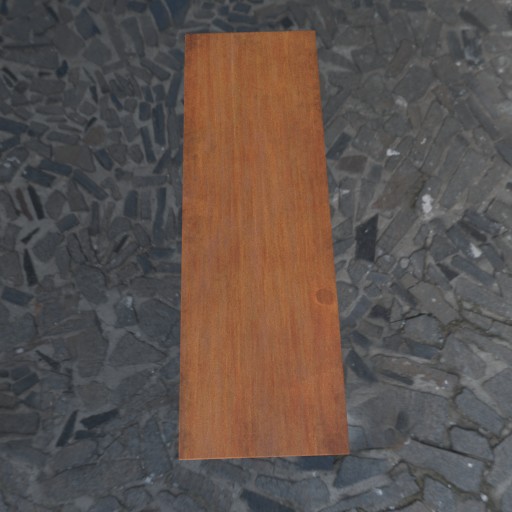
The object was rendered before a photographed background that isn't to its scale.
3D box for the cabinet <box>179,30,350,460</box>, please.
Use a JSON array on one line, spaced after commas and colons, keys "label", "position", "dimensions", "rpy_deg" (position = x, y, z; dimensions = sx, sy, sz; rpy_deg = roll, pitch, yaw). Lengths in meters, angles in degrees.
[{"label": "cabinet", "position": [0.000, 0.000, 1.585], "dimensions": [0.403, 0.805, 1.204], "rpy_deg": [-2, 74, 0]}]
